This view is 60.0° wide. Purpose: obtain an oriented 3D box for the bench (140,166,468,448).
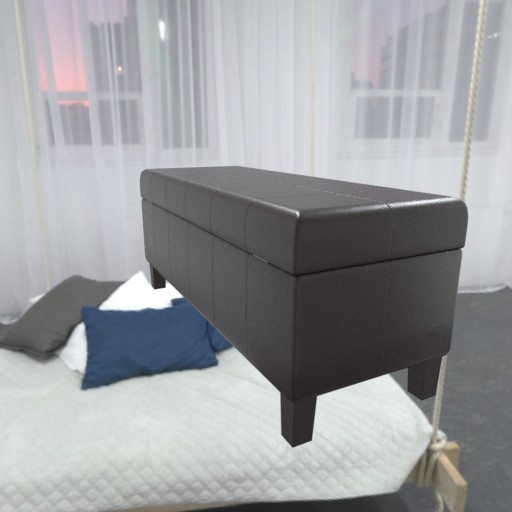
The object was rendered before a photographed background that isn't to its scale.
[{"bbox_3d":[0.000,0.000,1.324,0.429,0.457,1.092,-8,17,-26],"label":"bench"}]
